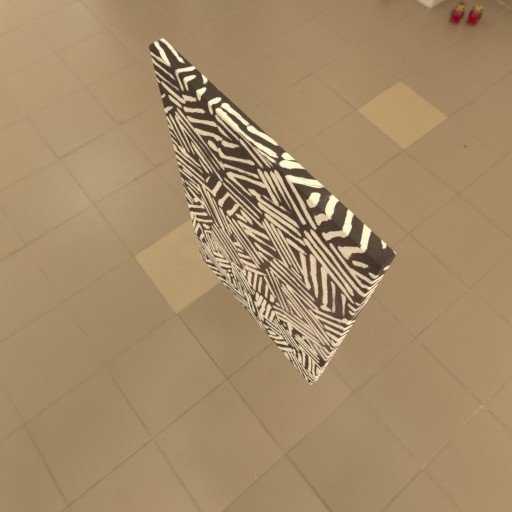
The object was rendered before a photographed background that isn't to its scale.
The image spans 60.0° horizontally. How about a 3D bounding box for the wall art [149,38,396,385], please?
[{"bbox_3d":[0.000,0.000,1.165,0.035,0.918,0.615,-36,69,-17],"label":"wall art"}]
